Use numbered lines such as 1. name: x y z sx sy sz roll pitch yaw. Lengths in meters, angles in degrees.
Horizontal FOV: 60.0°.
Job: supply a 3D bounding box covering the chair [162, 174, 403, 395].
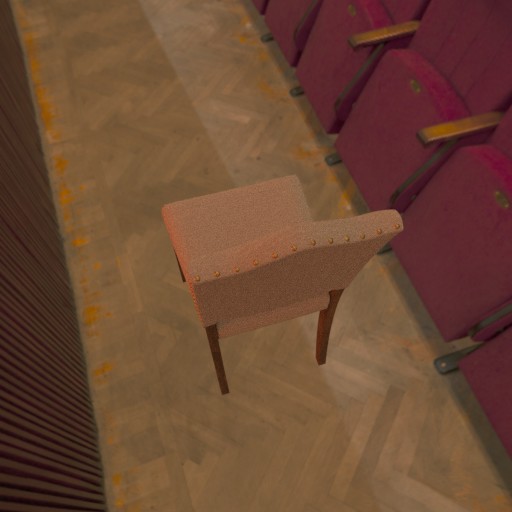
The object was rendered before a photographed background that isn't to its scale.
1. chair: 0.000 0.000 1.389 0.508 1.020 0.620 -14 59 -9
